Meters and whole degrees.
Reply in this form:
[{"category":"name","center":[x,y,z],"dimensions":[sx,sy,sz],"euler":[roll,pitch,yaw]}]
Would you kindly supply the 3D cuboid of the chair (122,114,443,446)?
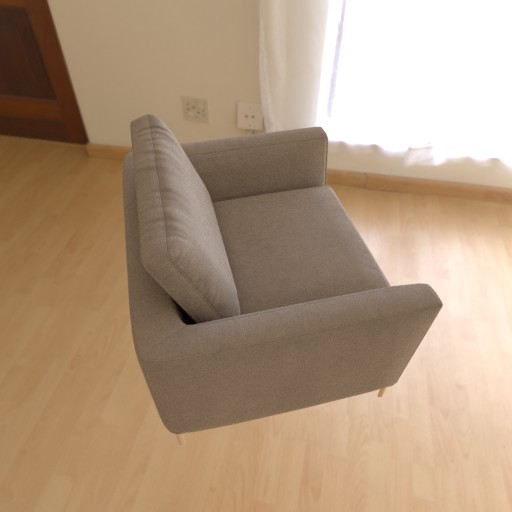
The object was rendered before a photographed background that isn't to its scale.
[{"category":"chair","center":[0.000,0.000,1.659],"dimensions":[0.889,0.864,1.041],"euler":[-10,46,-10]}]
